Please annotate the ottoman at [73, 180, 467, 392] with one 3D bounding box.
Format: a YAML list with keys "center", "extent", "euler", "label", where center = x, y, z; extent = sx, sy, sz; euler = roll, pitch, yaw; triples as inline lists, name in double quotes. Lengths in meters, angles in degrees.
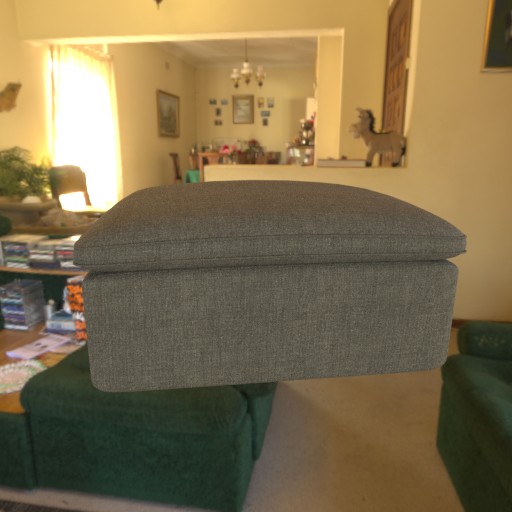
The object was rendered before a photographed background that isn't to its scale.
- center: [0.000, 0.000, 1.675]
  extent: [1.067, 0.559, 1.067]
  euler: [-2, 14, -7]
  label: "ottoman"
